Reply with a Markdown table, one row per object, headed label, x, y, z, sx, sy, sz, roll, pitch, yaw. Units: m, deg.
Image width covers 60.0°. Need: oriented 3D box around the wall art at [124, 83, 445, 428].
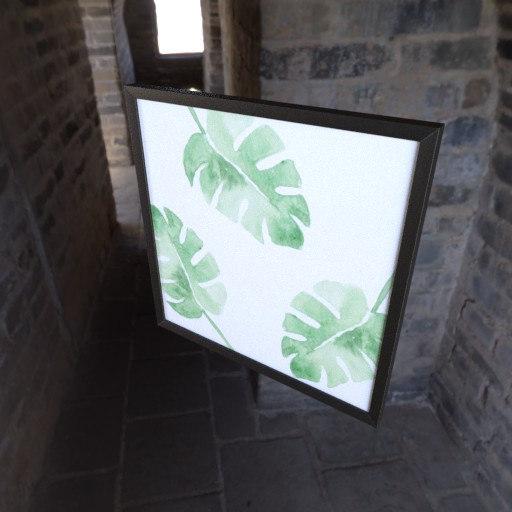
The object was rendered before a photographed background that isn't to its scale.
| label | x | y | z | sx | sy | sz | roll | pitch | yaw |
| --- | --- | --- | --- | --- | --- | --- | --- | --- | --- |
| wall art | 0.000 | 0.000 | 1.136 | 0.765 | 0.765 | 0.038 | 18 | 35 | 28 |
